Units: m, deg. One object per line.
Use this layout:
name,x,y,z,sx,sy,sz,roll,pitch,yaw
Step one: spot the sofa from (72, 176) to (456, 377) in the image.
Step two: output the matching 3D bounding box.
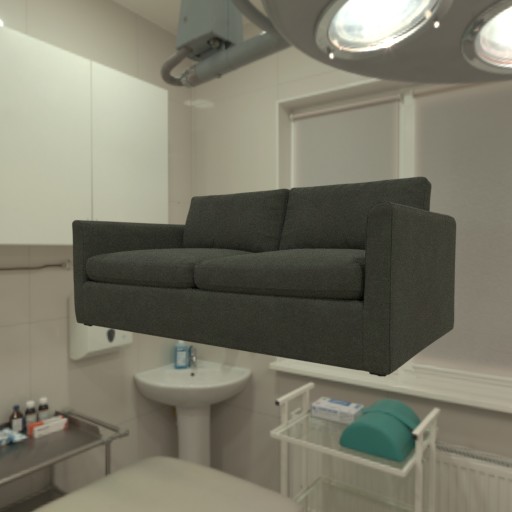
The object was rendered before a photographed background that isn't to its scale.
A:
sofa,0.000,0.000,2.511,1.909,0.845,1.091,1,1,35
